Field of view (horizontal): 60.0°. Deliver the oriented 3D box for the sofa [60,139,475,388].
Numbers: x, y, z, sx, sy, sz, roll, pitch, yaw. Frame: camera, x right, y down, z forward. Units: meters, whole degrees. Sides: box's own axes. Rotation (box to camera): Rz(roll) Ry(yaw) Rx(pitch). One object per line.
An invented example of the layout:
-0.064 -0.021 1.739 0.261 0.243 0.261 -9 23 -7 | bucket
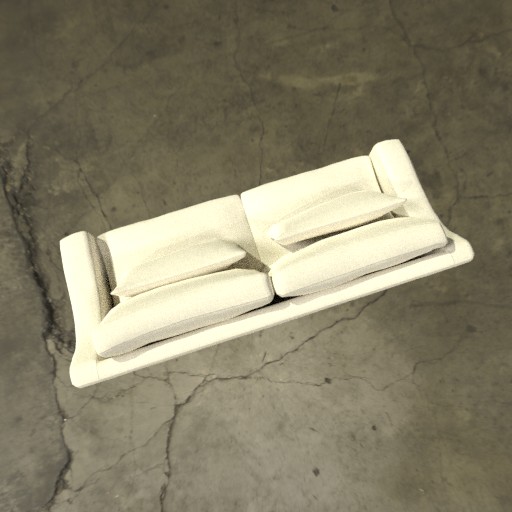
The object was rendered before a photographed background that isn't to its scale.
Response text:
0.000 0.000 3.004 2.470 1.022 1.009 -17 76 -4 | sofa
